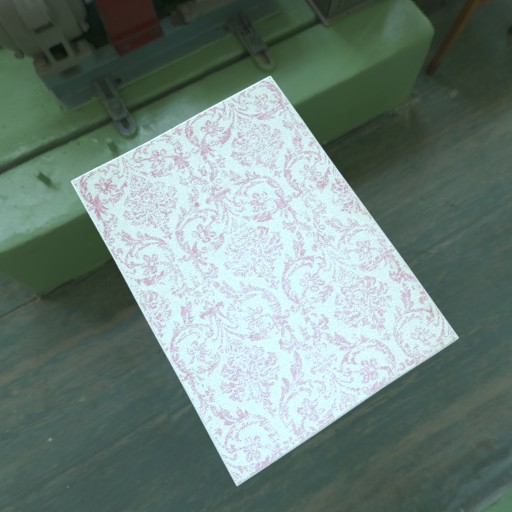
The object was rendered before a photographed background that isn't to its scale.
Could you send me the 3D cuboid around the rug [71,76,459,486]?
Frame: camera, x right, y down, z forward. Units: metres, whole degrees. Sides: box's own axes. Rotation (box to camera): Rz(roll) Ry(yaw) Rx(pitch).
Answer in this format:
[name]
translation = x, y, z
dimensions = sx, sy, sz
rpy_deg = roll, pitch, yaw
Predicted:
[rug]
translation = 0.000, 0.000, 2.867
dimensions = 1.598, 0.014, 2.202
rpy_deg = -31, 77, -8
